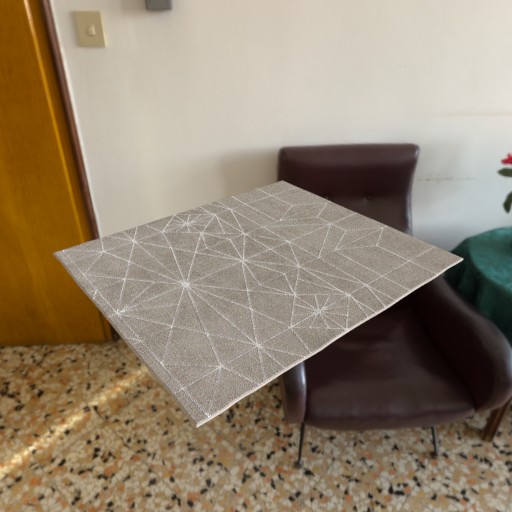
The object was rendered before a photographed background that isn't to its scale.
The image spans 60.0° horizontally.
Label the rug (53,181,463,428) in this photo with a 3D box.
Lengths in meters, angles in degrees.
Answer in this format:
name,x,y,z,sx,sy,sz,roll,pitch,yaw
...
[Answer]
name,x,y,z,sx,sy,sz,roll,pitch,yaw
rug,0.000,0.000,0.905,0.639,0.006,0.548,-23,38,-33
